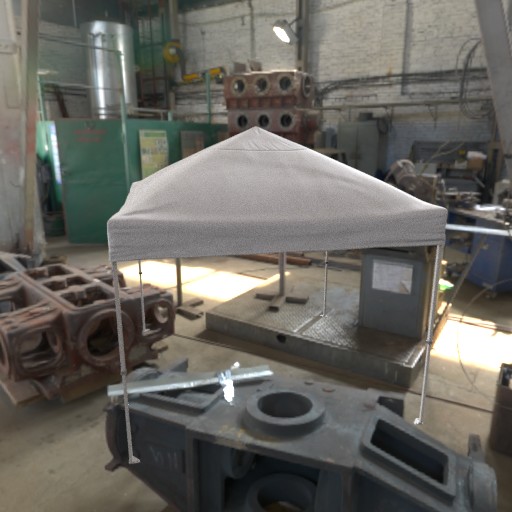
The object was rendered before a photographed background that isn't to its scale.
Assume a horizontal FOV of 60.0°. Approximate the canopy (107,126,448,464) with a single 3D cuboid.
[{"bbox_3d":[0.000,0.000,5.342,2.998,2.997,2.996,-3,15,-11],"label":"canopy"}]
